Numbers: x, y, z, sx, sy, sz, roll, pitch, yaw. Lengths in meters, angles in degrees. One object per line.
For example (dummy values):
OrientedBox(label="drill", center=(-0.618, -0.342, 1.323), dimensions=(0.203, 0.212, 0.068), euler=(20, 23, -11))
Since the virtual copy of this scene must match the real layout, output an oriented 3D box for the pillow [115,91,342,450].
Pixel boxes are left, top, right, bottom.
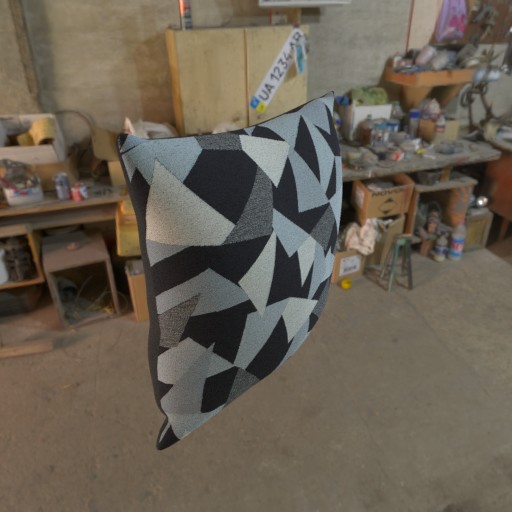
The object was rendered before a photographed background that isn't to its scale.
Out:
OrientedBox(label="pillow", center=(0.000, 0.000, 0.760), dimensions=(0.208, 0.496, 0.503), euler=(20, 34, 32))
